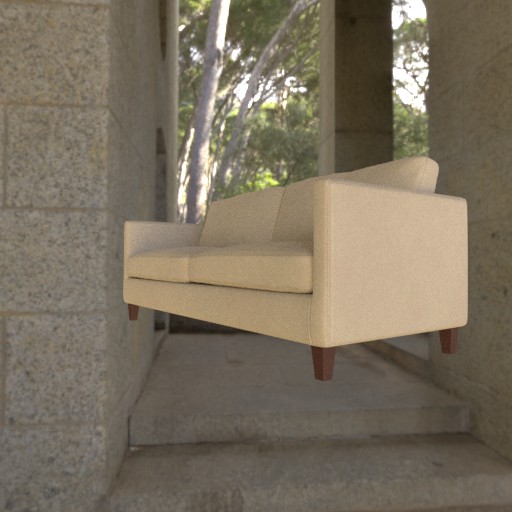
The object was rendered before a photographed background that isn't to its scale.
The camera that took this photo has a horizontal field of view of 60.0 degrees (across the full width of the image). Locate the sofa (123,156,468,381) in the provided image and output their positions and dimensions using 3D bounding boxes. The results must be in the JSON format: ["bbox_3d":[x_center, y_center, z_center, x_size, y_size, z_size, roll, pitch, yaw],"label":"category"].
[{"bbox_3d":[0.000,0.000,2.694,0.948,0.932,2.181,0,-1,-35],"label":"sofa"}]
